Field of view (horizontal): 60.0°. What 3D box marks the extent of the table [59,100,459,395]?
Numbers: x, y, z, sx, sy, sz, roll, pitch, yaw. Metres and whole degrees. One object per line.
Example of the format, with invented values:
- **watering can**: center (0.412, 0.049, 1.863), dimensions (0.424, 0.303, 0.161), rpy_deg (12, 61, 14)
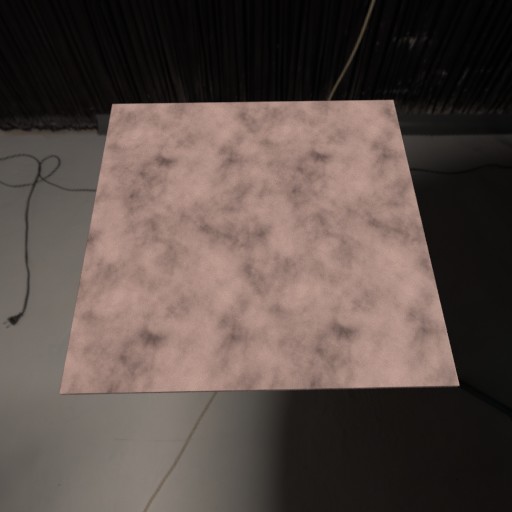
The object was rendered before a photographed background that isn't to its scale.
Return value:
- **table**: center (0.000, 0.000, 1.033), dimensions (0.670, 0.305, 0.670), rpy_deg (-1, 62, -1)
